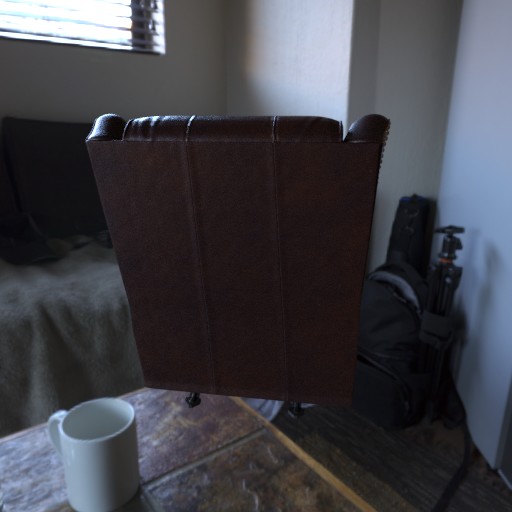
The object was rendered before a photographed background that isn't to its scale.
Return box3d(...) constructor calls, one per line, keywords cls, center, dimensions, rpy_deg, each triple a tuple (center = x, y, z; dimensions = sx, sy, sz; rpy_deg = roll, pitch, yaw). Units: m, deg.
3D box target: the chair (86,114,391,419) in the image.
box3d(cls="chair", center=(0.000, 0.000, 1.783), dimensions=(0.869, 1.084, 1.008), rpy_deg=(3, 18, 9))
